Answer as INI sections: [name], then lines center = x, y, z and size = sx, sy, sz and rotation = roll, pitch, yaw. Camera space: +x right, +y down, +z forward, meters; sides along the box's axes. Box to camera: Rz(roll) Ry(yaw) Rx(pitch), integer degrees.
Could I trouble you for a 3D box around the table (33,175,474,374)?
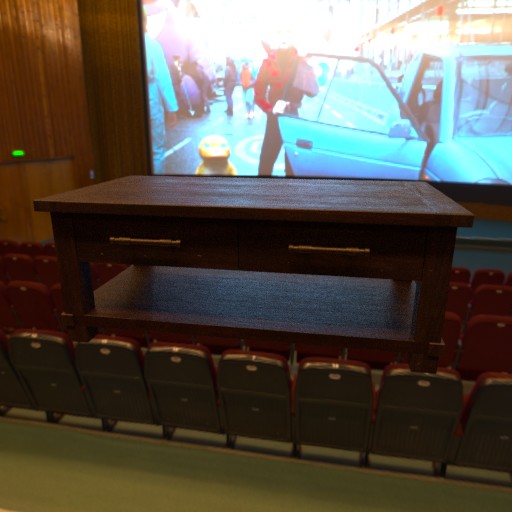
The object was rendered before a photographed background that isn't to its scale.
[table]
center = 0.000, 0.000, 1.645
size = 1.270, 0.494, 0.700
rotation = 3, 17, 10
